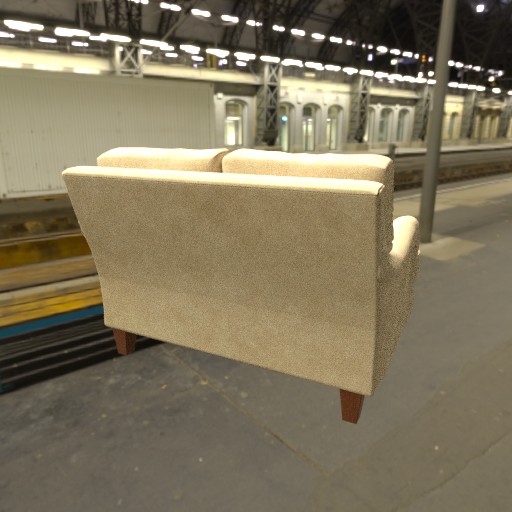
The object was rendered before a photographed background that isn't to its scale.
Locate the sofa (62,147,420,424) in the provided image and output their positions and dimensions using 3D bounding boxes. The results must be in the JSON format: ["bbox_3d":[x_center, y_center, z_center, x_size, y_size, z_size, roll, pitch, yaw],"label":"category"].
[{"bbox_3d":[0.000,0.000,2.266,1.498,1.087,1.086,8,18,26],"label":"sofa"}]
